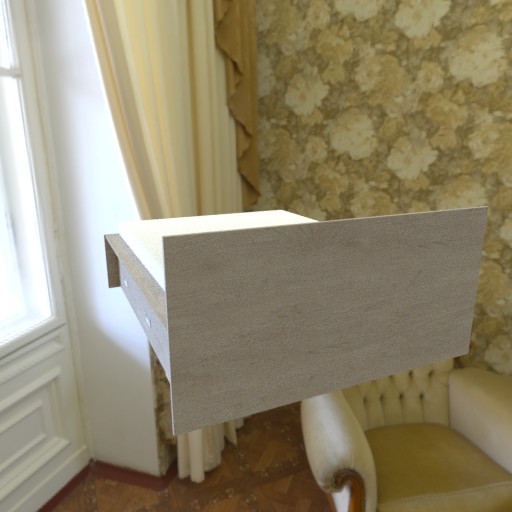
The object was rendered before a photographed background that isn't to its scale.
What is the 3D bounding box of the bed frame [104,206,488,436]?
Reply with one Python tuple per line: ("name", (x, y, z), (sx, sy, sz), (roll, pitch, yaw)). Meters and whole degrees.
("bed frame", (0.000, 0.000, 2.822), (1.622, 0.800, 1.960), (-7, 17, -24))
